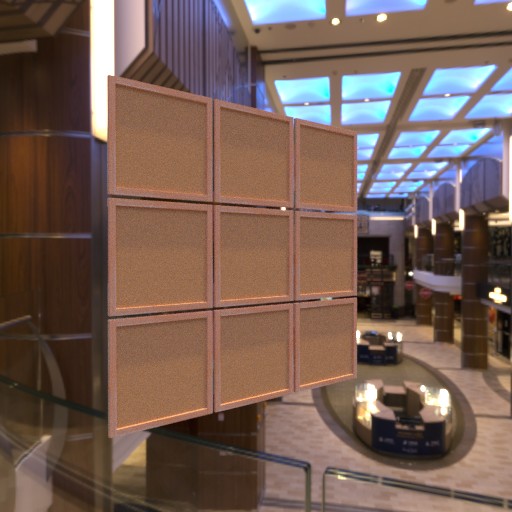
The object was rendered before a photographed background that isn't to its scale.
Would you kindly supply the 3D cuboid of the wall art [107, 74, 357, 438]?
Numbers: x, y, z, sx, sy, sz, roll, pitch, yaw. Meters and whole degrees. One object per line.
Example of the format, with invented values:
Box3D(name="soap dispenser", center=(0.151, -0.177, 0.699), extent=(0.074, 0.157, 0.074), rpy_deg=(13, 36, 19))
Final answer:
Box3D(name="wall art", center=(0.000, 0.000, 1.378), extent=(0.911, 0.910, 0.012), rpy_deg=(0, 1, -36))
